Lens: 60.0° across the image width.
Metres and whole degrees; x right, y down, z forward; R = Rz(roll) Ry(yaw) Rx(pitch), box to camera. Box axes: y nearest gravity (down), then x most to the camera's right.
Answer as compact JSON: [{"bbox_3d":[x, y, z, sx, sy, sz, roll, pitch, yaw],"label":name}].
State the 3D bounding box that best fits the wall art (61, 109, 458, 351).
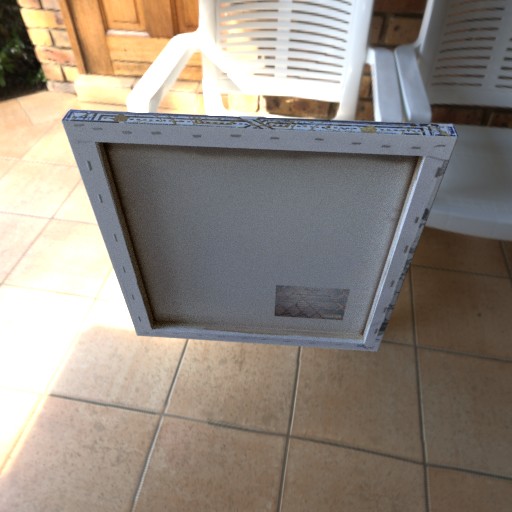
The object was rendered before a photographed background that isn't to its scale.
[{"bbox_3d":[0.000,0.000,0.908,0.609,0.607,0.036,3,47,3],"label":"wall art"}]
